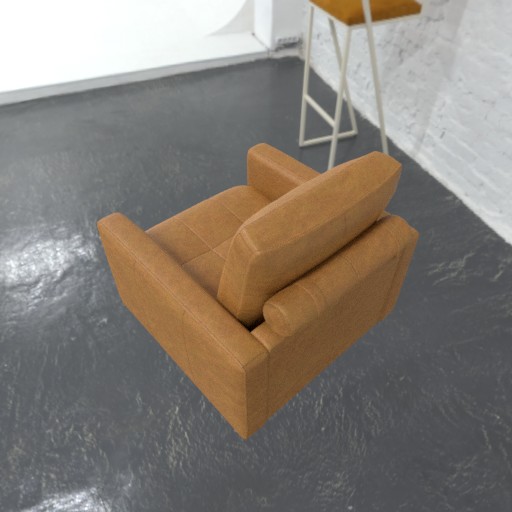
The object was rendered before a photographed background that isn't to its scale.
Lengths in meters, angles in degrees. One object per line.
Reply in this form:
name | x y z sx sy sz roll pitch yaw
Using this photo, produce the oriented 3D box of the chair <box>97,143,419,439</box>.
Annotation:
chair | 0.000 0.000 1.622 0.831 0.896 0.868 -32 53 -28
